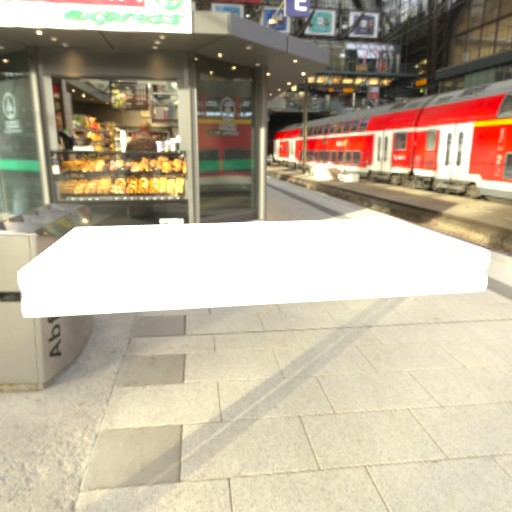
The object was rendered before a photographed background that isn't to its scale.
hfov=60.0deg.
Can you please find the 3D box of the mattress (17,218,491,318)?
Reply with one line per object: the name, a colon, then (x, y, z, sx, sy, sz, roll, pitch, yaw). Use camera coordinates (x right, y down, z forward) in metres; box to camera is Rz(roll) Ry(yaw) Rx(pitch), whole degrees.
mattress: (0.000, 0.000, 2.193, 1.900, 0.200, 0.900, -2, 14, -9)
